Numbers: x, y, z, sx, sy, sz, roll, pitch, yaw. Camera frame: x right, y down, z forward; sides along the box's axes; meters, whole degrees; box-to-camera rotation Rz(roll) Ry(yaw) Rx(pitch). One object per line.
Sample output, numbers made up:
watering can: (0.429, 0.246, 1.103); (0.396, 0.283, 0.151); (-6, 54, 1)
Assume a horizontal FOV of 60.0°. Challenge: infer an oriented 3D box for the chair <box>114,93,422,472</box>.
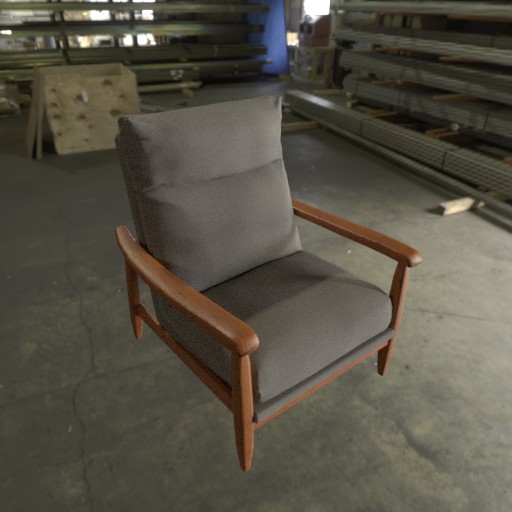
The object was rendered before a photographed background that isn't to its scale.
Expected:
chair: (0.000, 0.000, 1.528); (0.782, 0.922, 0.816); (-21, 36, -32)
